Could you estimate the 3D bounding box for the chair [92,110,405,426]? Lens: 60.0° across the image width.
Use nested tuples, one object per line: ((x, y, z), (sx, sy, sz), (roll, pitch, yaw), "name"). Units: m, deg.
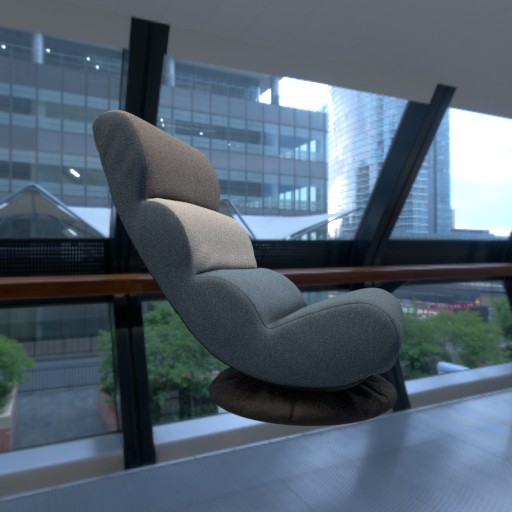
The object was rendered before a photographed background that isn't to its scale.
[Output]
((0.000, 0.000, 1.043), (0.661, 0.641, 0.420), (0, -1, 19), "chair")
